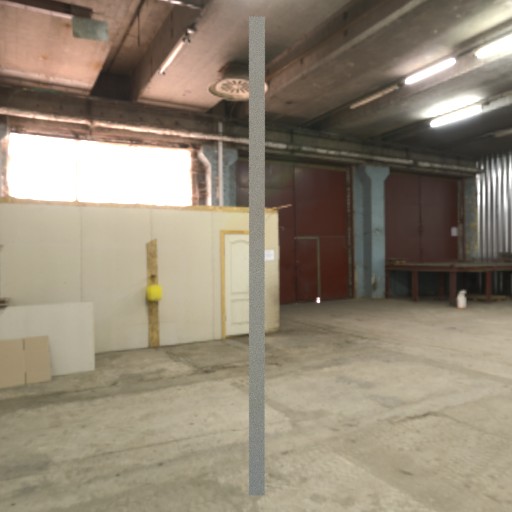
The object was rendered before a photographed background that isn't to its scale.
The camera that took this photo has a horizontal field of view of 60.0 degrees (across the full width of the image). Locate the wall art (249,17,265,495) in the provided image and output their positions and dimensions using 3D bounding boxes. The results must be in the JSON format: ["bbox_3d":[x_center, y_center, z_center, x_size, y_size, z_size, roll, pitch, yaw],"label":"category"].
[{"bbox_3d":[0.000,0.000,1.440,0.038,1.143,0.764,0,0,0],"label":"wall art"}]
